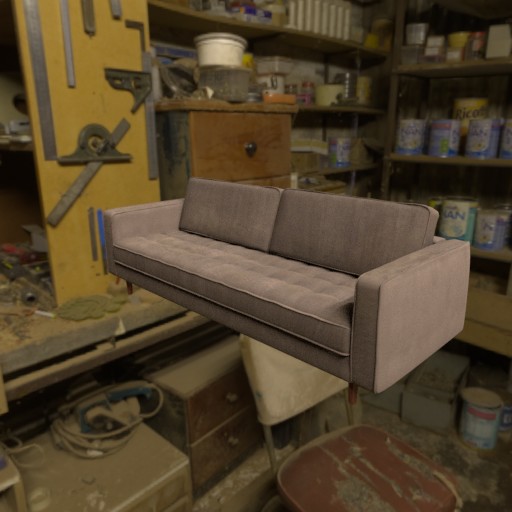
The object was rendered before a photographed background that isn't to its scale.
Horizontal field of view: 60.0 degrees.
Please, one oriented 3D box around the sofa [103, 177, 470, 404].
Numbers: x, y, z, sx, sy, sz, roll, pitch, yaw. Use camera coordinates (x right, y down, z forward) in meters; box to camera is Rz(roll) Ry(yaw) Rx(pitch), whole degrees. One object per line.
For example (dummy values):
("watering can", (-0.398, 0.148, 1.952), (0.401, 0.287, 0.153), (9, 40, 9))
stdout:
("sofa", (0.000, 0.000, 2.765), (0.923, 0.813, 2.295), (-15, 22, -43))
